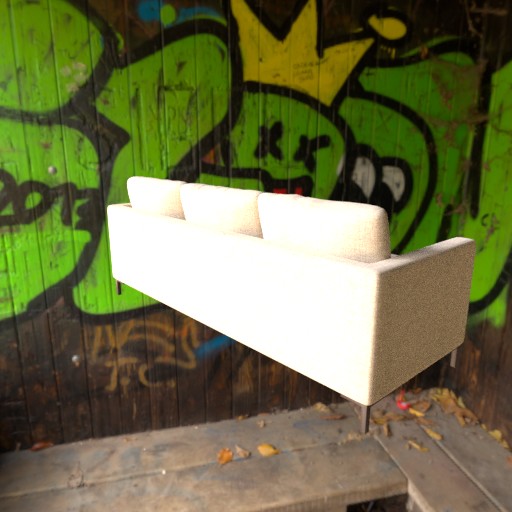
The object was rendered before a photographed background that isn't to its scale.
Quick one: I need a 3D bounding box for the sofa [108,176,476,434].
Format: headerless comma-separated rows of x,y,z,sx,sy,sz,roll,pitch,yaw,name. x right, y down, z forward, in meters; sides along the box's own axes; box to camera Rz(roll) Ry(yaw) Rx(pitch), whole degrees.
0.000,0.000,2.666,0.859,0.874,2.218,-13,20,-40,sofa
